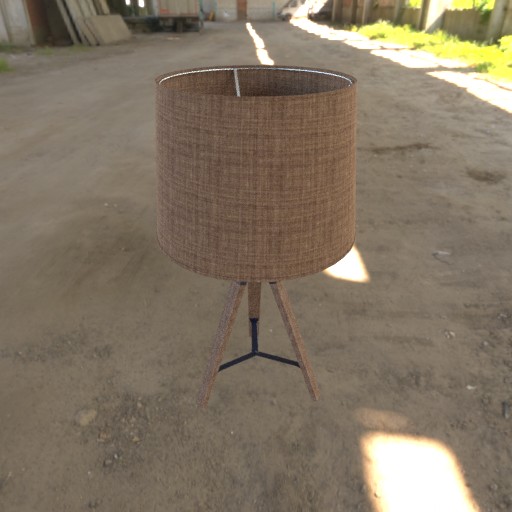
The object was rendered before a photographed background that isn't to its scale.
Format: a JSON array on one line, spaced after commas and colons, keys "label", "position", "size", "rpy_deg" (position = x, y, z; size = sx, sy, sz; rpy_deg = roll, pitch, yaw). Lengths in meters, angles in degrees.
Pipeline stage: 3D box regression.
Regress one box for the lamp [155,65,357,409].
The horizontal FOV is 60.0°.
[{"label": "lamp", "position": [0.000, 0.000, 0.682], "size": [0.290, 0.514, 0.290], "rpy_deg": [0, 30, 0]}]
